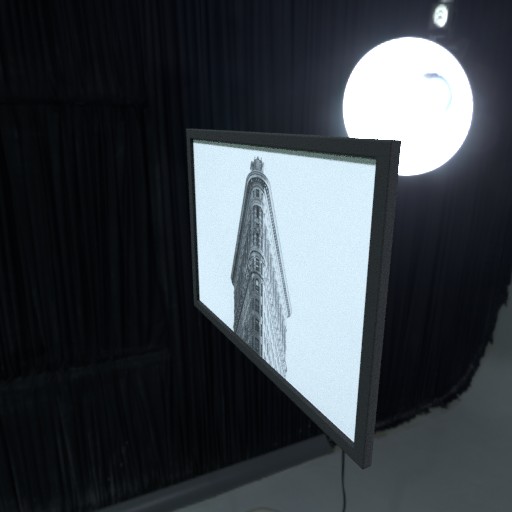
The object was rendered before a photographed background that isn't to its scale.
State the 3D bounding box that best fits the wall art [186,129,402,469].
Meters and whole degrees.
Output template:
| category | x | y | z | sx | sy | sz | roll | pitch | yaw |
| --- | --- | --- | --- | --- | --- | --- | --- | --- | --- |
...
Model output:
| category | x | y | z | sx | sy | sz | roll | pitch | yaw |
| --- | --- | --- | --- | --- | --- | --- | --- | --- | --- |
| wall art | 0.000 | 0.000 | 1.228 | 0.049 | 0.659 | 0.964 | -9 | 19 | -26 |
